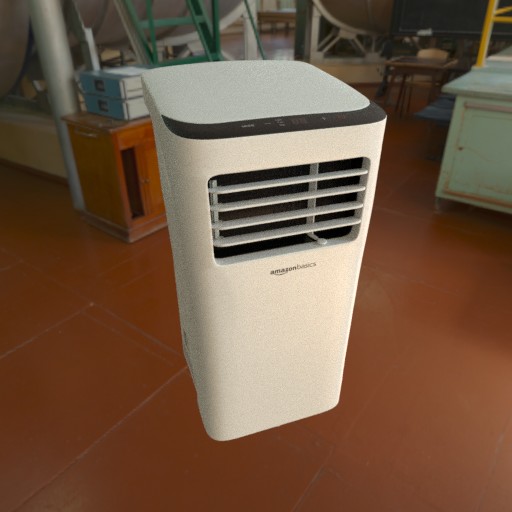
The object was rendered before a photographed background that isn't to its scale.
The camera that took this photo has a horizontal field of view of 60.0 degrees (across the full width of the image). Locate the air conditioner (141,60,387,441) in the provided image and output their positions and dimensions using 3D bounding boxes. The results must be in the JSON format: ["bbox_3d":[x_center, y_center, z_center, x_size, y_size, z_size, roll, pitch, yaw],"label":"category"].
[{"bbox_3d":[0.000,0.000,0.933,0.352,0.716,0.369,-10,33,-16],"label":"air conditioner"}]
